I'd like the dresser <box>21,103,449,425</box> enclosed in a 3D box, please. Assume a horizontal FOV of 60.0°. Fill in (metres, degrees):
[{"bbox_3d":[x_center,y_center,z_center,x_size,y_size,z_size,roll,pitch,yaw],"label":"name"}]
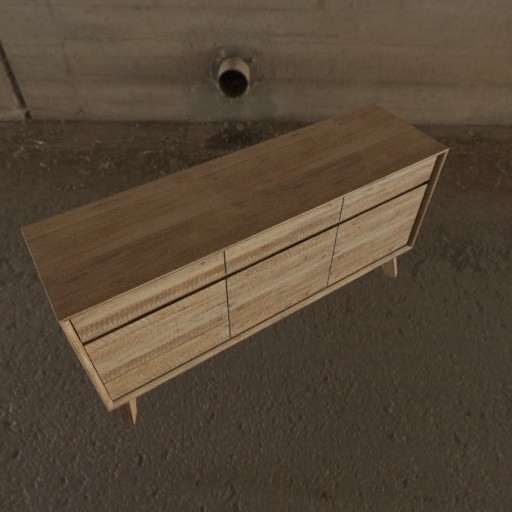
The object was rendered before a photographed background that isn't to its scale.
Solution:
[{"bbox_3d":[0.000,0.000,1.951,1.602,0.788,0.455,-25,52,-22],"label":"dresser"}]
